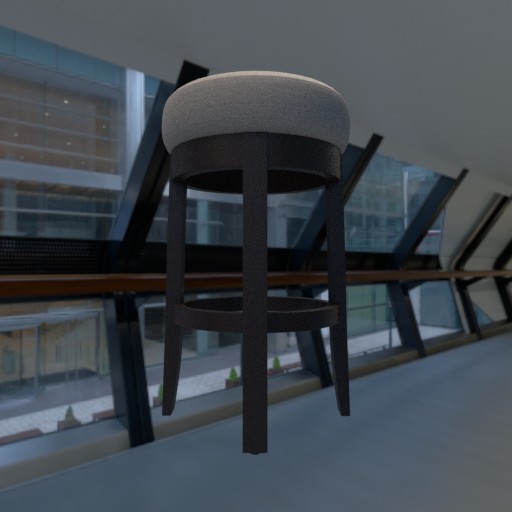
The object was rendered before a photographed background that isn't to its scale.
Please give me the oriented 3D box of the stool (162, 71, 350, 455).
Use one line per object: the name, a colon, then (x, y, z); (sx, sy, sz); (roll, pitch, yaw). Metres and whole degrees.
stool: (0.000, 0.000, 1.063); (0.443, 0.757, 0.443); (0, 0, 0)
